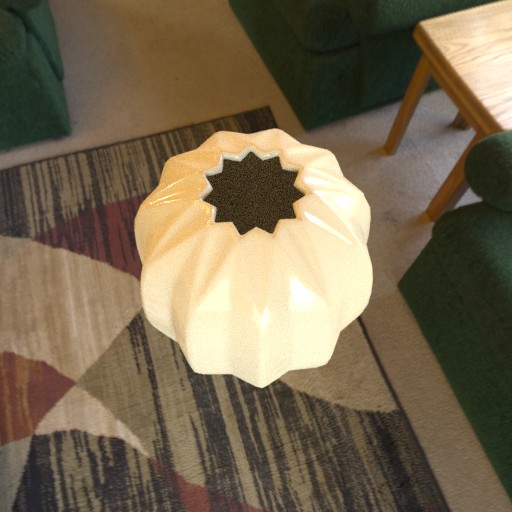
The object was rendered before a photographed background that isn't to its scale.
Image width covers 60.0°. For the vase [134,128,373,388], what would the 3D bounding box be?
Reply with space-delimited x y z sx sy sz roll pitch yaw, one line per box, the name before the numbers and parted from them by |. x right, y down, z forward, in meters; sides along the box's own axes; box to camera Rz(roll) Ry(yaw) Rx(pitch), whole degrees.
vase | 0.000 0.000 0.254 0.139 0.134 0.139 0 64 0
